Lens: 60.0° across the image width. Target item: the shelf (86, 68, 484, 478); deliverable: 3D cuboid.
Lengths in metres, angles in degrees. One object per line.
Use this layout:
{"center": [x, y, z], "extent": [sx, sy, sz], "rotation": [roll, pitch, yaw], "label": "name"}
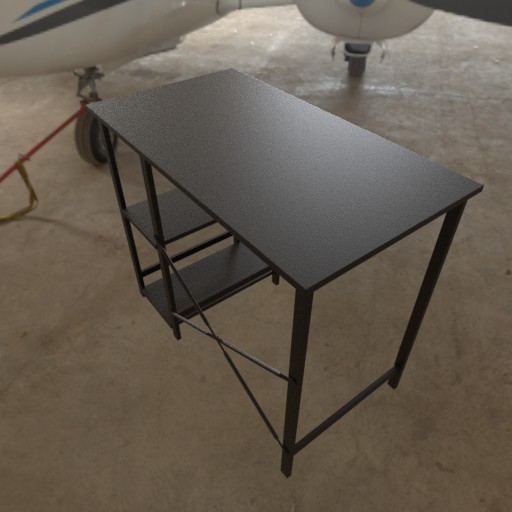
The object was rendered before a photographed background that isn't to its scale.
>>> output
{"center": [0.000, 0.000, 1.317], "extent": [0.498, 0.749, 0.902], "rotation": [-27, 48, -27], "label": "shelf"}
